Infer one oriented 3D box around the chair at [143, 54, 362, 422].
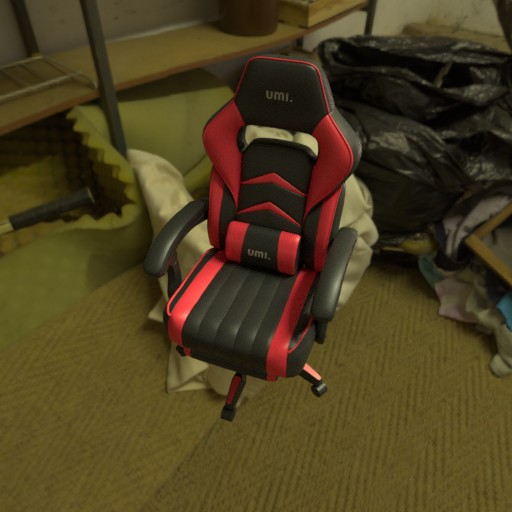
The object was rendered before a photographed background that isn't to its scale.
[{"bbox_3d":[0.000,0.000,1.625,0.700,1.220,0.700,13,44,14],"label":"chair"}]
